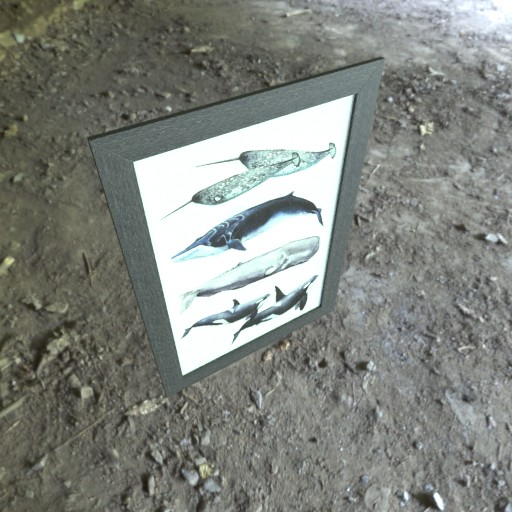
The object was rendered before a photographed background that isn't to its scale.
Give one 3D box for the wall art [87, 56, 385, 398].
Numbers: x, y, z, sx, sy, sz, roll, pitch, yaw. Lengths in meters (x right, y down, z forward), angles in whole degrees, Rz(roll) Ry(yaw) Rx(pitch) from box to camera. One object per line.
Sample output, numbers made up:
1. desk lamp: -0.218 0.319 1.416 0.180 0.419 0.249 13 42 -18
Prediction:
1. wall art: 0.000 0.000 1.459 0.810 1.116 0.016 -23 50 -21
